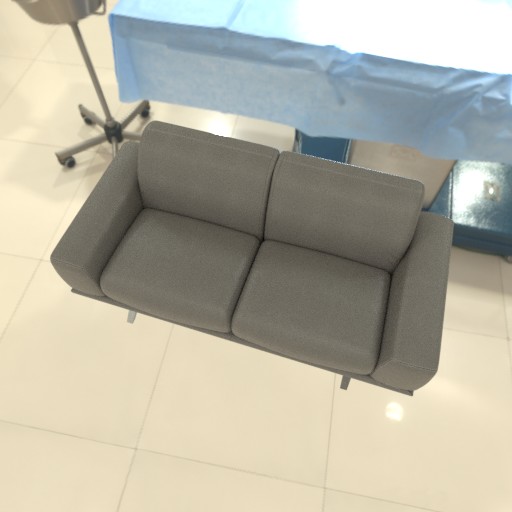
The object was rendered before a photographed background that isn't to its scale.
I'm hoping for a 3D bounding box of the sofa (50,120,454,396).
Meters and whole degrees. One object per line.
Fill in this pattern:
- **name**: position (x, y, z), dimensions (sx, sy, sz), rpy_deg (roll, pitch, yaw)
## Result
- **sofa**: position (0.000, 0.000, 2.365), dimensions (1.901, 0.772, 0.900), rpy_deg (15, 60, 9)
